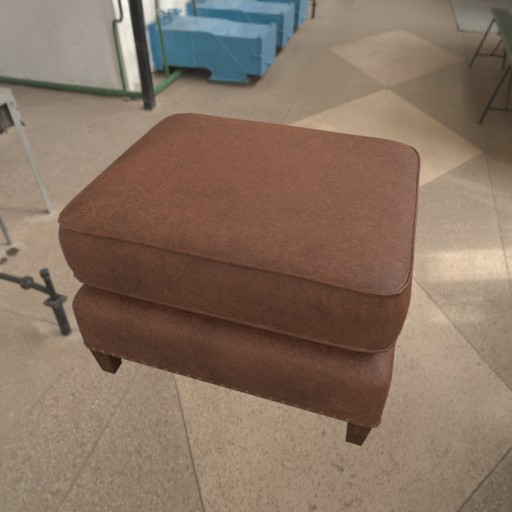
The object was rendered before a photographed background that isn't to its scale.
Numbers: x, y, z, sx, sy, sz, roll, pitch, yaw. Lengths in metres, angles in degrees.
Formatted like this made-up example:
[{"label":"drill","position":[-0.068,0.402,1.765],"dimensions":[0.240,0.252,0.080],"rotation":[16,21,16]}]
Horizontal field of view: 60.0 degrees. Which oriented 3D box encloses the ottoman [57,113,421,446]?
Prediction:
[{"label":"ottoman","position":[0.000,0.000,1.133],"dimensions":[0.738,0.537,0.589],"rotation":[12,42,13]}]
